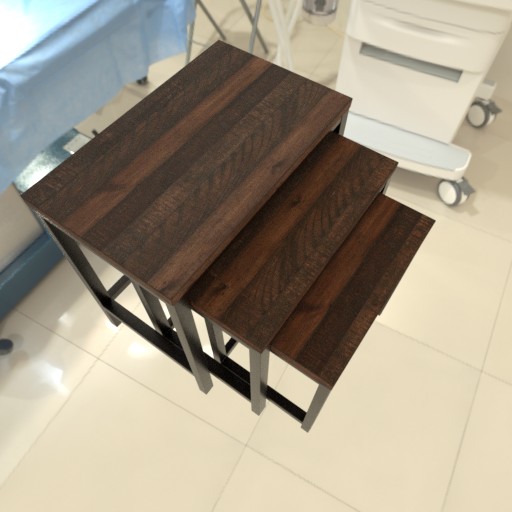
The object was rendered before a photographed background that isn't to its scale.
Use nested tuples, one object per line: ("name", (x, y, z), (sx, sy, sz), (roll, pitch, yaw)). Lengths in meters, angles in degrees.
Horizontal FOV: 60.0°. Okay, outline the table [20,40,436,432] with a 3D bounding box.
("table", (0.000, 0.000, 1.126), (0.660, 0.616, 0.608), (31, 63, 18))
